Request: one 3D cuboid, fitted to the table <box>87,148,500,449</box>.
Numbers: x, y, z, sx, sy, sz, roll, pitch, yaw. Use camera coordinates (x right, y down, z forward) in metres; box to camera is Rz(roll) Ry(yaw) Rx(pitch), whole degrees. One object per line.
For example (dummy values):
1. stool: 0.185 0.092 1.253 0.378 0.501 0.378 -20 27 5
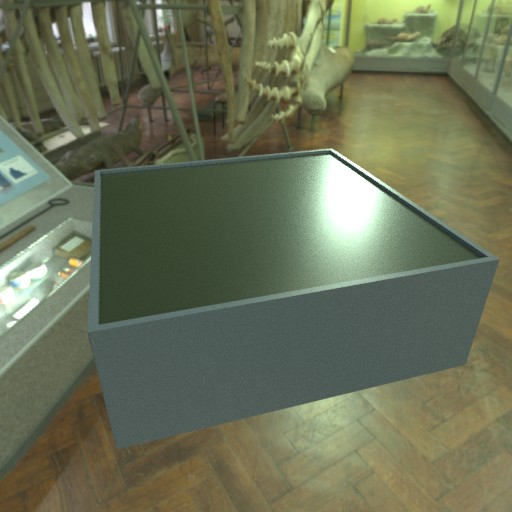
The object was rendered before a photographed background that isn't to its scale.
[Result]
1. table: 0.000 0.000 1.214 0.801 0.299 0.801 -9 31 -14
